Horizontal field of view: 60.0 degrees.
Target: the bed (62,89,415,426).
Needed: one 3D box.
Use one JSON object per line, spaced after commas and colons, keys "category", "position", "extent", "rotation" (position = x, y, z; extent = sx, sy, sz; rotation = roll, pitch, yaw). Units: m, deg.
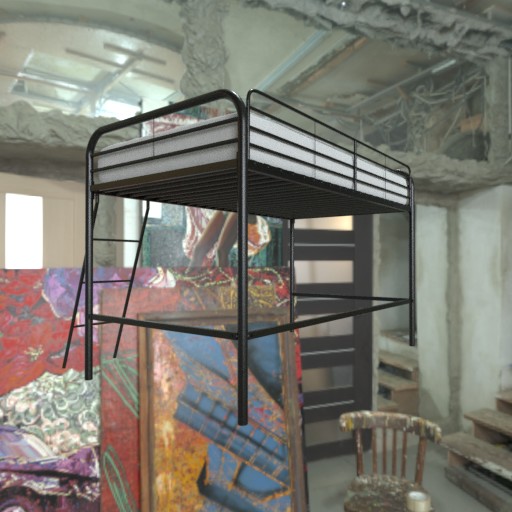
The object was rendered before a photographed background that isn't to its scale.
{"category": "bed", "position": [0.000, 0.000, 2.844], "extent": [1.393, 1.289, 1.968], "rotation": [0, -1, 38]}
